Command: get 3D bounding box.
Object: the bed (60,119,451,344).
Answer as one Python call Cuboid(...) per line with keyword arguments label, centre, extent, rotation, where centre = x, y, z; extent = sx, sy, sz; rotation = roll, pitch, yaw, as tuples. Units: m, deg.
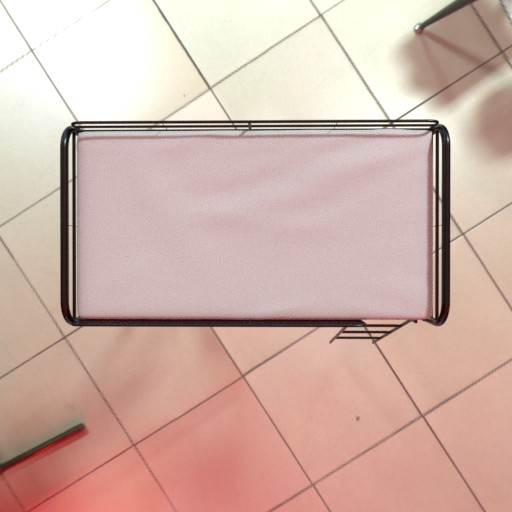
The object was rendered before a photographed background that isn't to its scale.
Cuboid(label="bed", centre=(0.000, 0.000, 2.861), extent=(1.968, 1.289, 1.393), rotation=(0, 90, 1))
